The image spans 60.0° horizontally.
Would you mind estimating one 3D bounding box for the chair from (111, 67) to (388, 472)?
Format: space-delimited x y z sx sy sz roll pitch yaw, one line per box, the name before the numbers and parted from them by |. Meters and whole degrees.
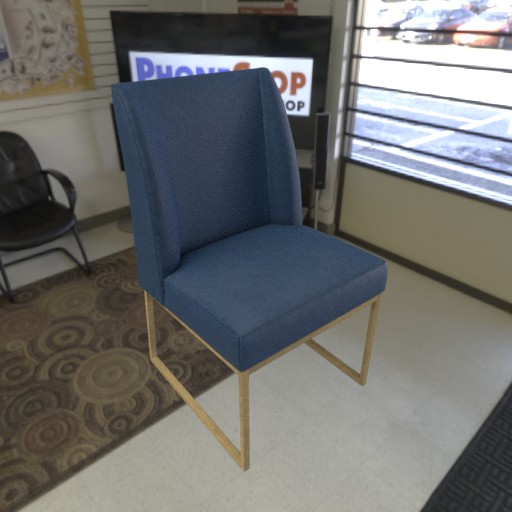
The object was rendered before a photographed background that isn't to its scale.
chair | 0.000 0.000 1.194 0.508 0.863 0.522 -22 37 -33
